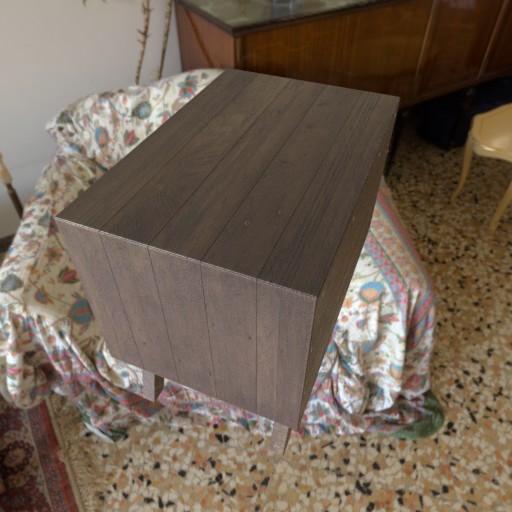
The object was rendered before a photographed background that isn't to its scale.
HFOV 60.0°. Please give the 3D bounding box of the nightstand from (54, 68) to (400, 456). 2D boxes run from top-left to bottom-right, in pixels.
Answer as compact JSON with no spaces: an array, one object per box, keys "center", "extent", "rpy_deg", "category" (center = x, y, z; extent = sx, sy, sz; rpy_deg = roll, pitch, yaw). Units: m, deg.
[{"center":[0.000,0.000,1.070],"extent":[0.450,0.599,0.650],"rpy_deg":[16,47,16],"category":"nightstand"}]
